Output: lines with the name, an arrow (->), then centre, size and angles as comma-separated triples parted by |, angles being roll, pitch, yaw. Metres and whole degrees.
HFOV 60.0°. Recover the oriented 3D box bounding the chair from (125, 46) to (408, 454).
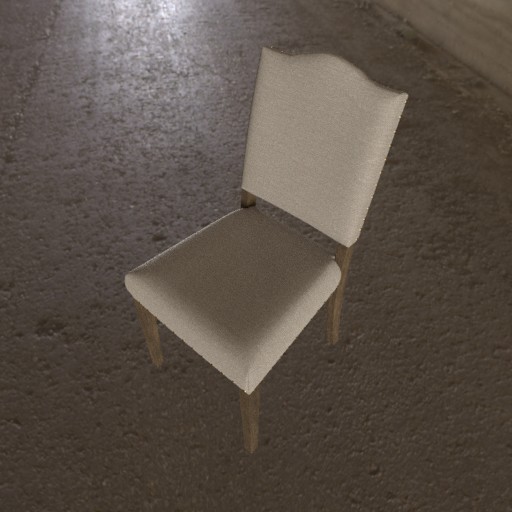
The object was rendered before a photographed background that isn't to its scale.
chair -> 0.000, 0.000, 1.322 | 0.508, 1.020, 0.620 | 33, 54, 28
